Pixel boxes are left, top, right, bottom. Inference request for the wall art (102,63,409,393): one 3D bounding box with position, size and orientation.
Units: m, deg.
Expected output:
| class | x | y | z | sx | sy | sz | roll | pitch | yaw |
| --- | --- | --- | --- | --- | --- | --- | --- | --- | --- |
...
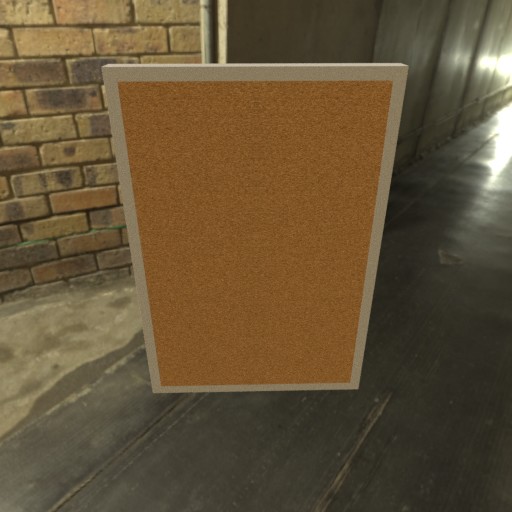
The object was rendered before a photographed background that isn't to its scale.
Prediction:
| class | x | y | z | sx | sy | sz | roll | pitch | yaw |
| --- | --- | --- | --- | --- | --- | --- | --- | --- | --- |
| wall art | 0.000 | 0.000 | 0.826 | 0.450 | 0.657 | 0.038 | -1 | 29 | -1 |
